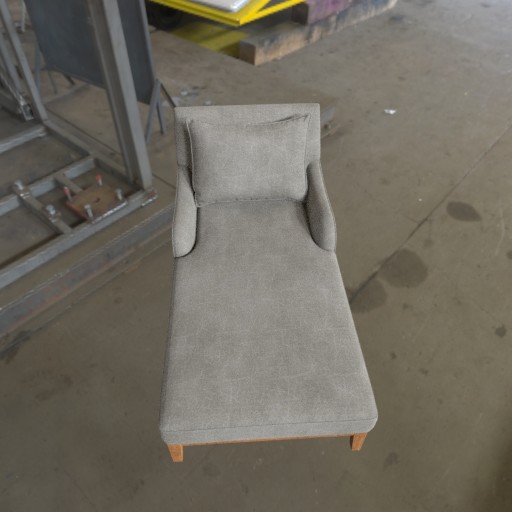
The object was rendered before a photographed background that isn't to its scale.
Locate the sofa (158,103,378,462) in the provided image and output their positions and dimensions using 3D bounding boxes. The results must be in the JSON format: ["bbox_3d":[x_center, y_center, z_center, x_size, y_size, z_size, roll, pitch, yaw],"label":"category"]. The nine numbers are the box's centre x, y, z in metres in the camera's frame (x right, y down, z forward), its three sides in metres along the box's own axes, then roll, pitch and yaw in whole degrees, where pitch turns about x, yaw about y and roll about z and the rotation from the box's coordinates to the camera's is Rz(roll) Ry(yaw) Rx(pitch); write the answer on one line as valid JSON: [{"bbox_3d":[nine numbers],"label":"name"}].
[{"bbox_3d":[0.000,0.000,2.319,0.894,0.859,1.779,-3,46,-2],"label":"sofa"}]
